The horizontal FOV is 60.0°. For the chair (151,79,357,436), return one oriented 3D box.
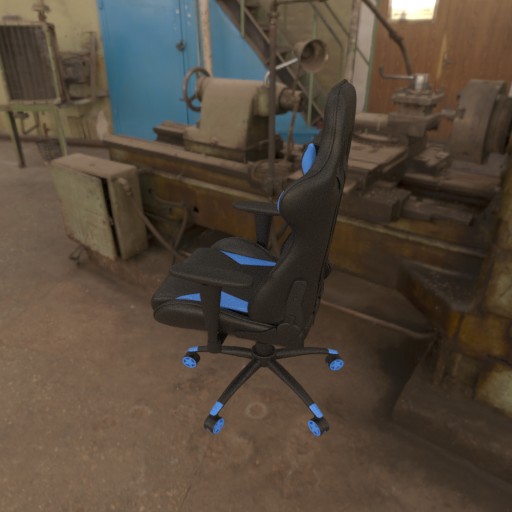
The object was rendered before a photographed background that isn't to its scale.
[{"bbox_3d":[0.000,0.000,1.700,0.730,1.282,0.695,9,30,16],"label":"chair"}]
